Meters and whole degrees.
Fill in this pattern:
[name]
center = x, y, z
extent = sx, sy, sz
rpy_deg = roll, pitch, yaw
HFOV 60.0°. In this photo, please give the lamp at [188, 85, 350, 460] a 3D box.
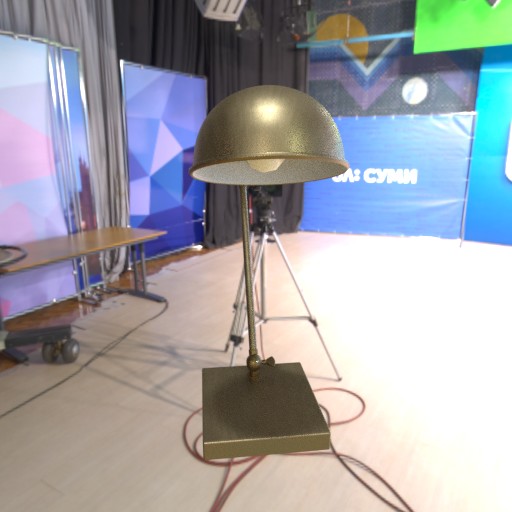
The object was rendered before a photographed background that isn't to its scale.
[lamp]
center = 0.000, 0.000, 0.540
extent = 0.149, 0.371, 0.339
rpy_deg = -2, 16, -7
